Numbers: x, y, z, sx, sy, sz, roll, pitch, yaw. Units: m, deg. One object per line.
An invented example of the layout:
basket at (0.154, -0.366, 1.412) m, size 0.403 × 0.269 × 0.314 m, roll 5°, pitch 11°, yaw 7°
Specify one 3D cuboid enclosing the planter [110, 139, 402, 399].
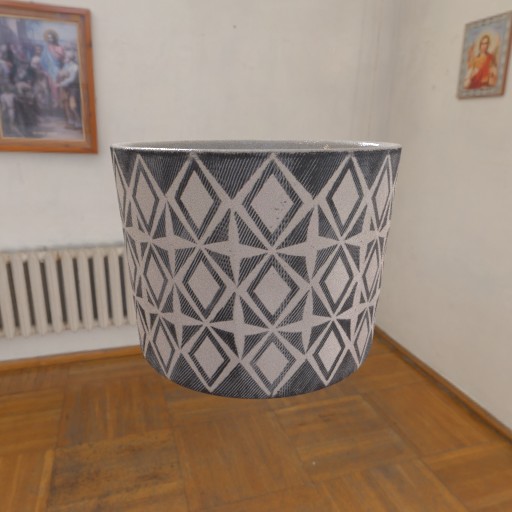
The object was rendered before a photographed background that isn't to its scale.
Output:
planter at (0.000, 0.000, 0.444) m, size 0.260 × 0.220 × 0.260 m, roll 0°, pitch 16°, yaw 0°
